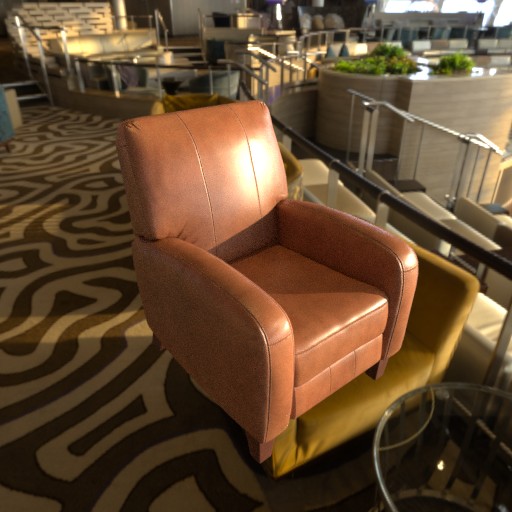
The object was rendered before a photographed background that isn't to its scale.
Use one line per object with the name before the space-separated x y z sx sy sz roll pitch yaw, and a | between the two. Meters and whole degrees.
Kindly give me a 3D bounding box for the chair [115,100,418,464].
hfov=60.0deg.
chair | 0.000 0.000 1.706 0.762 0.990 0.990 -22 36 -33
